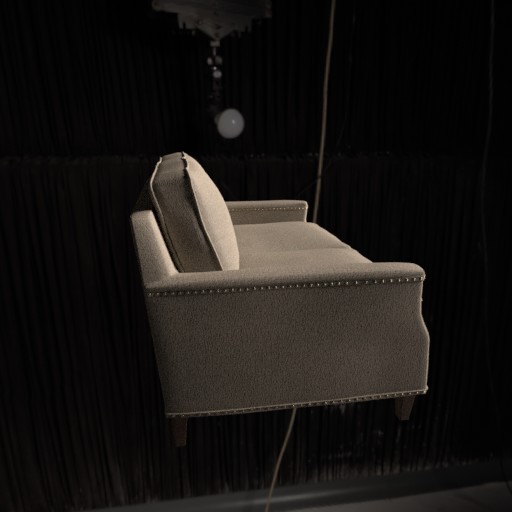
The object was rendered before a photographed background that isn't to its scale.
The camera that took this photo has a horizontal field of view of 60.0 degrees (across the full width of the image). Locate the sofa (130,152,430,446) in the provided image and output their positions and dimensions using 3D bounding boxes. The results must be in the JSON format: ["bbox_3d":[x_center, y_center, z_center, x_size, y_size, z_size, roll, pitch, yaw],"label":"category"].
[{"bbox_3d":[0.000,0.000,2.259,1.084,1.003,1.597,-3,16,-10],"label":"sofa"}]
